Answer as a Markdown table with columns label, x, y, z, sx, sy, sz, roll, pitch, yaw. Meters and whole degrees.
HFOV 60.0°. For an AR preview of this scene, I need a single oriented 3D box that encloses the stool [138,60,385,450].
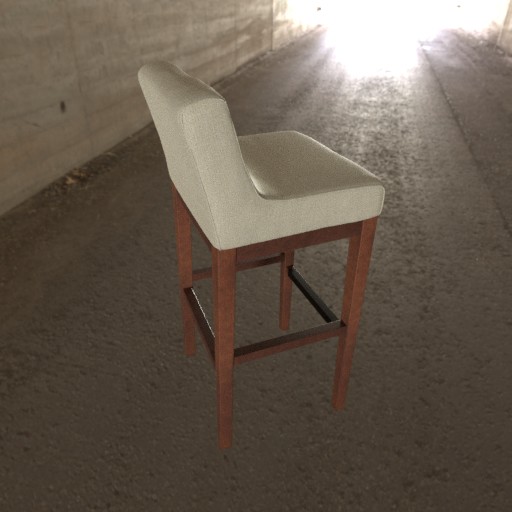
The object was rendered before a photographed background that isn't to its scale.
| label | x | y | z | sx | sy | sz | roll | pitch | yaw |
| --- | --- | --- | --- | --- | --- | --- | --- | --- | --- |
| stool | 0.000 | 0.000 | 1.316 | 0.500 | 1.037 | 0.511 | -11 | 33 | -18 |
